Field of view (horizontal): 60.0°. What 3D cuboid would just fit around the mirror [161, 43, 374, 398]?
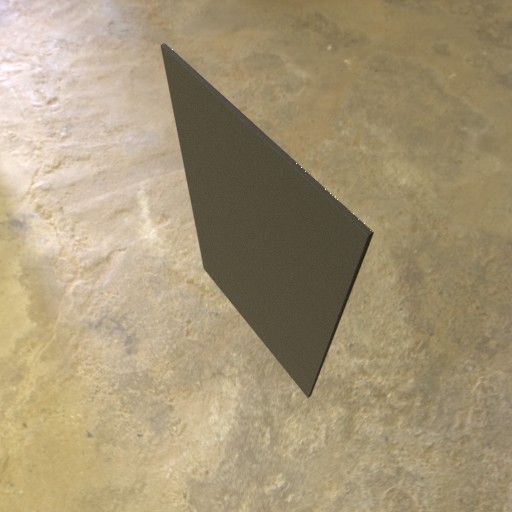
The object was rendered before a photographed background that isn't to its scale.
[{"bbox_3d":[0.000,0.000,1.187,0.039,0.914,0.613,-32,63,-19],"label":"mirror"}]
